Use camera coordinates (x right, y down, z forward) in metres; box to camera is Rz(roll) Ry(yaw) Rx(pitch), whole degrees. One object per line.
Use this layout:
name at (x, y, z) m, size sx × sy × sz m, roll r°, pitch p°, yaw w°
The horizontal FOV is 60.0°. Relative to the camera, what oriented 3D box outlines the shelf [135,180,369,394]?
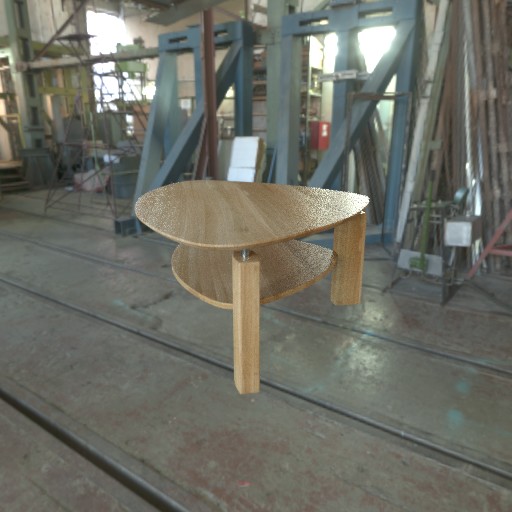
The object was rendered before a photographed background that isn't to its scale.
shelf at (0.000, 0.000, 1.705) m, size 0.863 × 0.439 × 1.240 m, roll -3°, pitch 17°, yaw -10°
